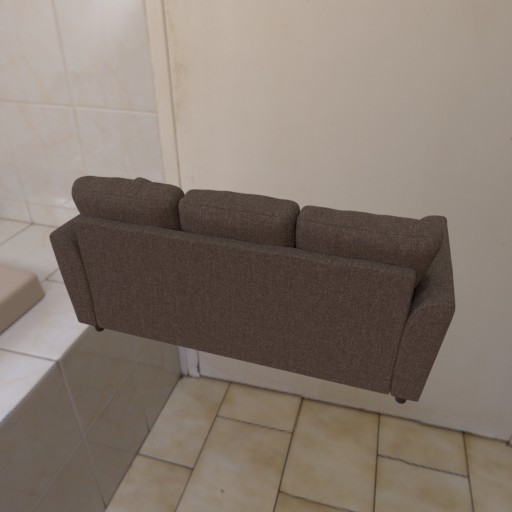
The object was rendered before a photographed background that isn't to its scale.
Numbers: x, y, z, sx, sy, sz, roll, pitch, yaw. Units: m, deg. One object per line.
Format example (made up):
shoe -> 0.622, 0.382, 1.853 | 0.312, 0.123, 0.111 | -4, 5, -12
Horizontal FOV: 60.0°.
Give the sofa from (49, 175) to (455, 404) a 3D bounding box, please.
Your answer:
sofa -> 0.000, 0.000, 2.327 | 1.847, 0.891, 0.837 | 9, 32, 15
